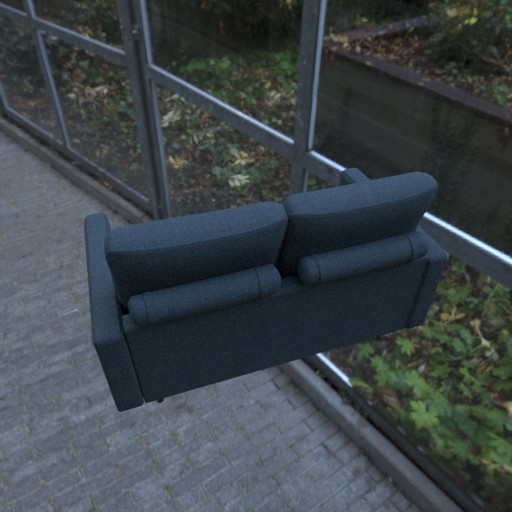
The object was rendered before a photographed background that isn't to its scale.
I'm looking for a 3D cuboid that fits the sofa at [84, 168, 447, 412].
[{"bbox_3d":[0.000,0.000,1.986,1.407,0.907,0.842,-12,42,-14],"label":"sofa"}]
